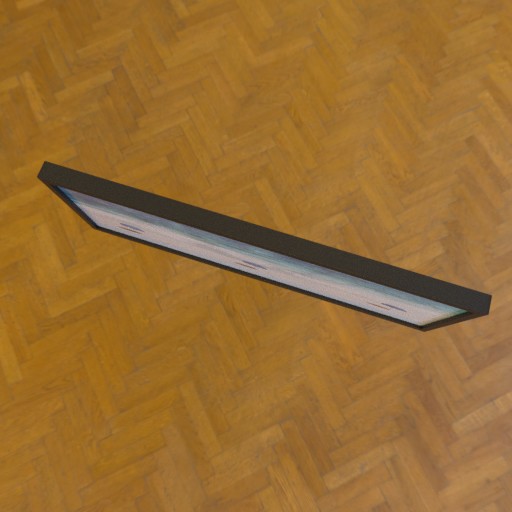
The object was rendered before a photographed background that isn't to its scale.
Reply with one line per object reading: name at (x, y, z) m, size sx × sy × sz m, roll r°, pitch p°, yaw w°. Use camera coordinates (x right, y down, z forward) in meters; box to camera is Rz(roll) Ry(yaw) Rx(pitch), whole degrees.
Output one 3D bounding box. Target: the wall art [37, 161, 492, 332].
wall art at (0.000, 0.000, 0.956) m, size 0.860 × 0.303 × 0.037 m, roll 17°, pitch 75°, yaw 5°
